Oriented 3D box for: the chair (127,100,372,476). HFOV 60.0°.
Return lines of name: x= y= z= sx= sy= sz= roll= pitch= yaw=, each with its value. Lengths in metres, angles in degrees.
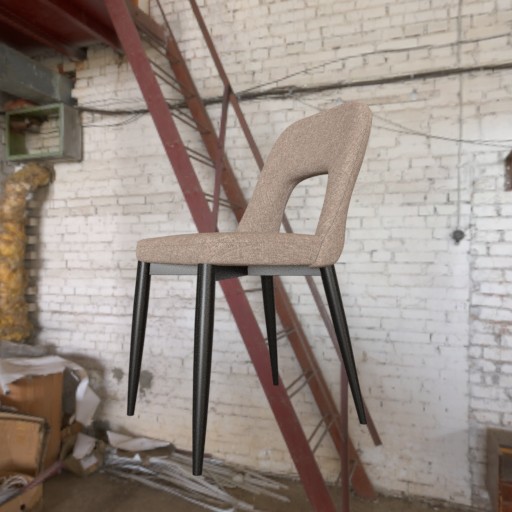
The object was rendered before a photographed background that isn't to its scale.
chair: x=0.000 y=0.000 z=1.268 sx=0.612 sy=0.931 sz=0.470 roll=0 pitch=1 yaw=-35
